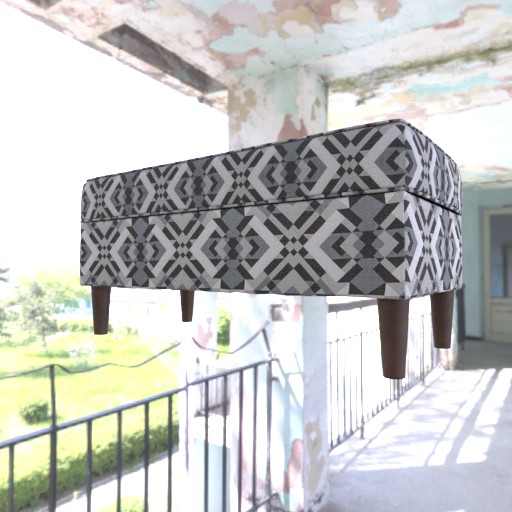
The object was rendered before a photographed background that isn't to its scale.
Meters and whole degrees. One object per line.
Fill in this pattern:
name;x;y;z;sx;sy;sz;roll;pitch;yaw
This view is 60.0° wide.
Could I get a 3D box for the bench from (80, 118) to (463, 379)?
bench;0.000;0.000;1.262;1.016;0.477;0.492;-1;-2;36
